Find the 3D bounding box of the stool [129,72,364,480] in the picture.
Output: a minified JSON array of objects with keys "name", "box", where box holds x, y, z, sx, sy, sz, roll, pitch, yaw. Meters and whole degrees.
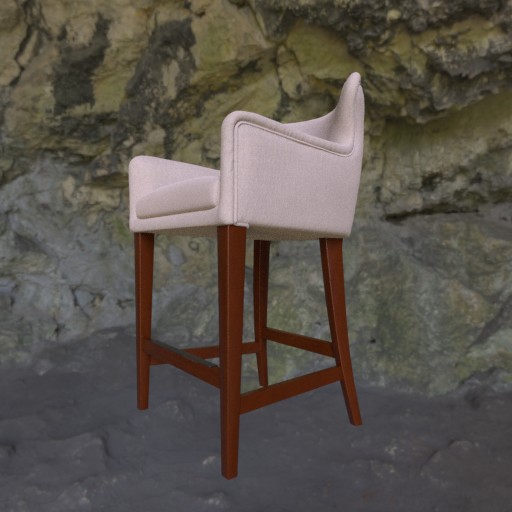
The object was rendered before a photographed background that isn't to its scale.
[{"name":"stool","box":[0.000,0.000,1.311,0.570,0.951,0.601,-1,1,-36]}]
